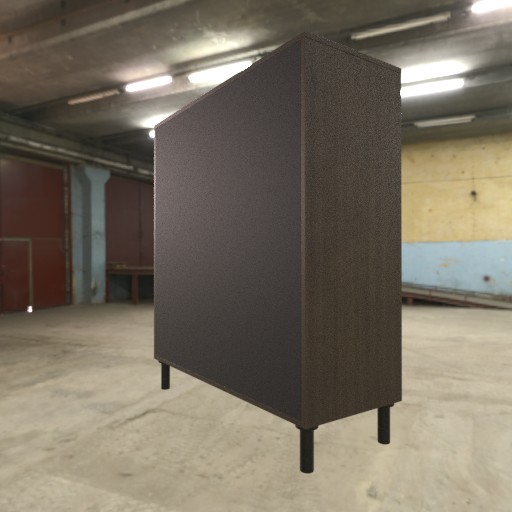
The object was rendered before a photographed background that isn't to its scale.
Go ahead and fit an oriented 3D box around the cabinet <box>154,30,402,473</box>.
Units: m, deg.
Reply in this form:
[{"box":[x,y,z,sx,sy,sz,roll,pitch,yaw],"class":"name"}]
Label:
[{"box":[0.000,0.000,1.679,0.400,1.170,1.010,0,-1,-35],"class":"cabinet"}]
